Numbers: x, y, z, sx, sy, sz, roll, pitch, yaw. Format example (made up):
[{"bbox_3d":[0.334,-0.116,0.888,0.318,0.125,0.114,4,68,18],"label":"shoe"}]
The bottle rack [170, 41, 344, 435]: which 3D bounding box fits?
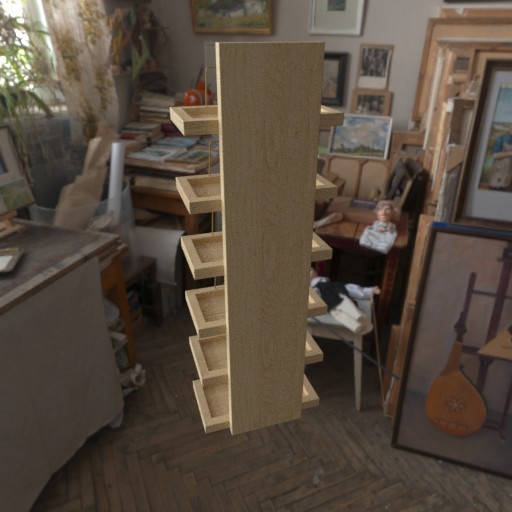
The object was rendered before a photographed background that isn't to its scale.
[{"bbox_3d":[0.000,0.000,1.081,0.330,0.943,0.206,-8,28,-16],"label":"bottle rack"}]
